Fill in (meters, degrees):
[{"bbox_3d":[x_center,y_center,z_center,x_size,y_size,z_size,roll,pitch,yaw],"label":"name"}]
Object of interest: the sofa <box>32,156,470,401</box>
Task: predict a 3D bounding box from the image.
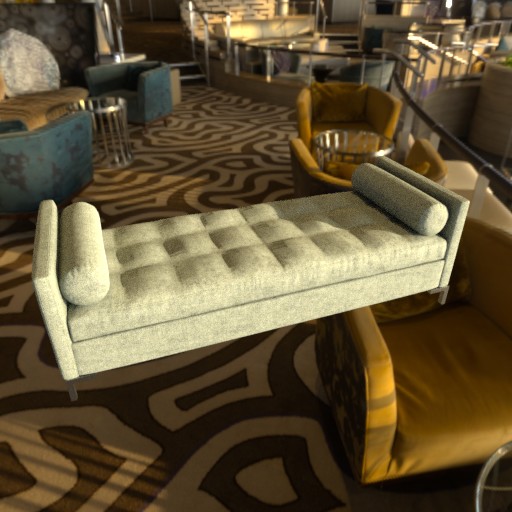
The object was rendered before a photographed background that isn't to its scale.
[{"bbox_3d":[0.000,0.000,2.432,2.102,0.657,0.797,-11,33,-17],"label":"sofa"}]
